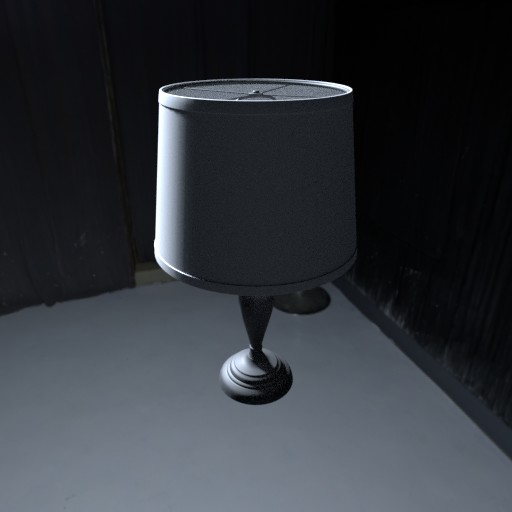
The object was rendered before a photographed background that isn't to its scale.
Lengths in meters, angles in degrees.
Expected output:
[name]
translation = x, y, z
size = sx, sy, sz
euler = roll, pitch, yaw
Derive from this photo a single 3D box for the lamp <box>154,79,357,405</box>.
[lamp]
translation = 0.000, 0.000, 0.702
size = 0.310, 0.501, 0.310
euler = 0, 27, 0
